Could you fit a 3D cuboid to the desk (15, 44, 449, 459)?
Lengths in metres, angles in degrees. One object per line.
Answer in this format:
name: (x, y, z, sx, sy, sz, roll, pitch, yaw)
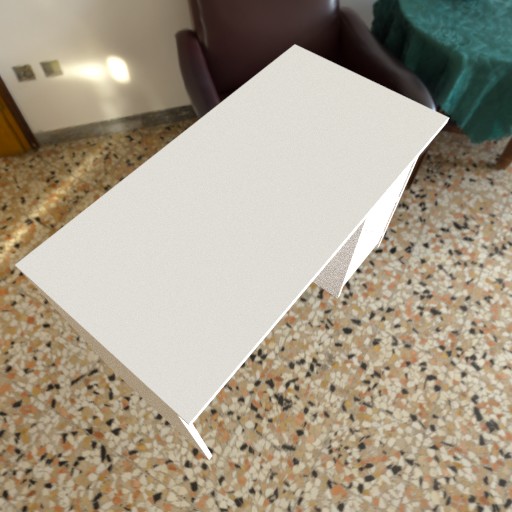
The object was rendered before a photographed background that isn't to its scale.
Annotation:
desk: (0.000, 0.000, 1.477, 0.560, 0.735, 1.097, 35, 65, 19)
